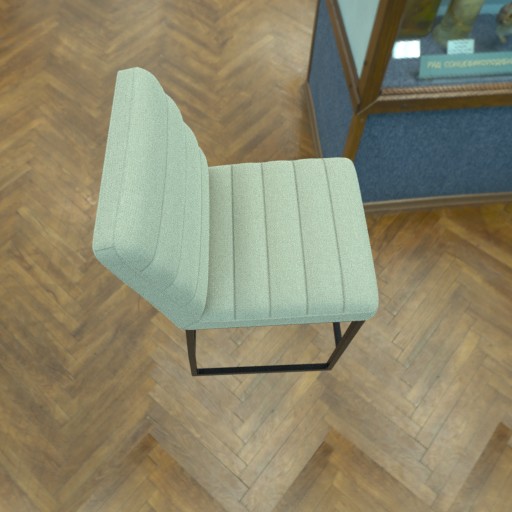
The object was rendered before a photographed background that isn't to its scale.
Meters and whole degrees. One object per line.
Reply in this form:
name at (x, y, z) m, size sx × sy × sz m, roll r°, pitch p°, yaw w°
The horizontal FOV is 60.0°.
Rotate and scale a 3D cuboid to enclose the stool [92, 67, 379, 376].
stool at (0.000, 0.000, 1.236) m, size 0.560 × 0.940 × 0.460 m, roll -2°, pitch 62°, yaw -1°
